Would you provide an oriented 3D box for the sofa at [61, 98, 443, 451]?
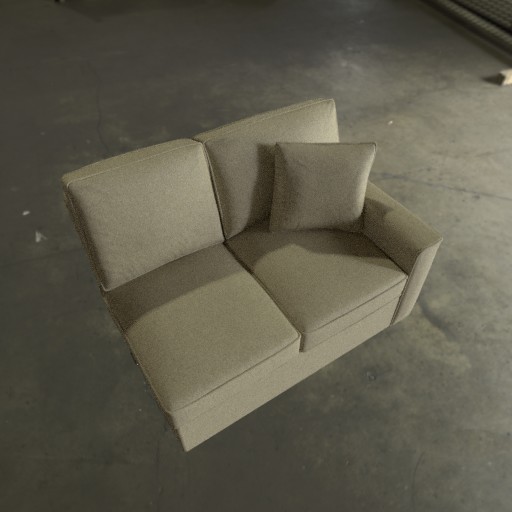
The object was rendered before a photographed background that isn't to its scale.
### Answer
[{"bbox_3d":[0.000,0.000,2.092,1.388,0.989,0.991,-25,52,-22],"label":"sofa"}]
